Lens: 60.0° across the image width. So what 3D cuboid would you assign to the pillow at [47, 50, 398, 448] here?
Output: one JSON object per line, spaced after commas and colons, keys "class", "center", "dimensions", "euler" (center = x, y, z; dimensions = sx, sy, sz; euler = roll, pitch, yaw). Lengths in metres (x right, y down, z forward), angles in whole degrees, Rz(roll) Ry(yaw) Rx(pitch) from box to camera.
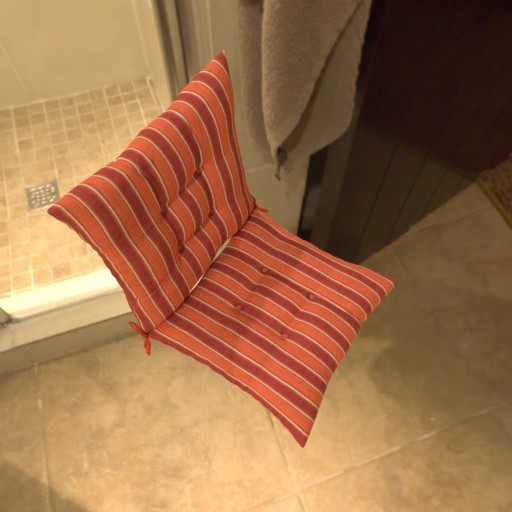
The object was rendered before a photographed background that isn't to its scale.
{"class": "pillow", "center": [0.000, 0.000, 0.984], "dimensions": [0.585, 0.536, 0.541], "euler": [29, 63, 16]}
